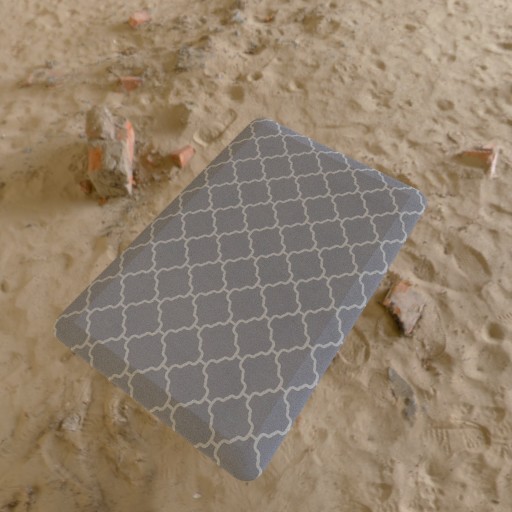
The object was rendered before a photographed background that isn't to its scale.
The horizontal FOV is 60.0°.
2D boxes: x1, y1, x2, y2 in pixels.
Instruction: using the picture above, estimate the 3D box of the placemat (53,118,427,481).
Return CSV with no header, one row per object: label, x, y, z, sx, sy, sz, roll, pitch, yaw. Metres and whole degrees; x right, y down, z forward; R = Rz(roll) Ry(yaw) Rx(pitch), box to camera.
placemat,0.000,0.000,0.976,0.508,0.021,0.762,31,64,17
